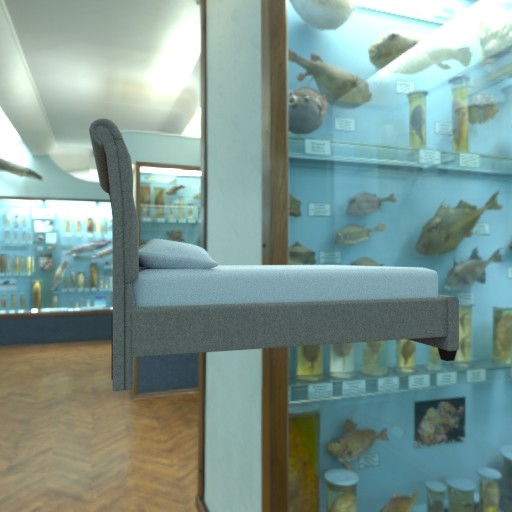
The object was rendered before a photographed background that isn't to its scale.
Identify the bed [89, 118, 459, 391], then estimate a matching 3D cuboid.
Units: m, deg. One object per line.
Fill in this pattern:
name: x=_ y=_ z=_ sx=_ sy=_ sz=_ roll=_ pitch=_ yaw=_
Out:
bed: x=0.000 y=0.000 z=3.307 sx=2.252 sy=1.371 sz=1.645 roll=0 pitch=0 yaw=-18
